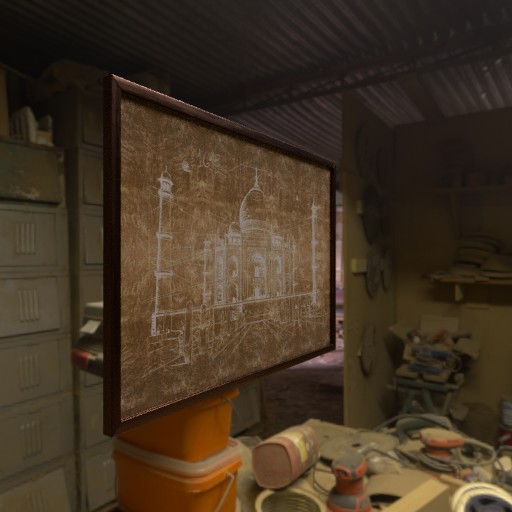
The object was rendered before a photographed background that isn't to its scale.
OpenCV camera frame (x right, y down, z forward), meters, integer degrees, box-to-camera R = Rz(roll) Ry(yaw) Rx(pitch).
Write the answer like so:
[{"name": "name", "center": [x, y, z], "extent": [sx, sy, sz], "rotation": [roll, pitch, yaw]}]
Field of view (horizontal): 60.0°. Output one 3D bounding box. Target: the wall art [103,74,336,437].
[{"name": "wall art", "center": [0.000, 0.000, 0.549], "extent": [0.012, 0.304, 0.431], "rotation": [0, 0, 36]}]
